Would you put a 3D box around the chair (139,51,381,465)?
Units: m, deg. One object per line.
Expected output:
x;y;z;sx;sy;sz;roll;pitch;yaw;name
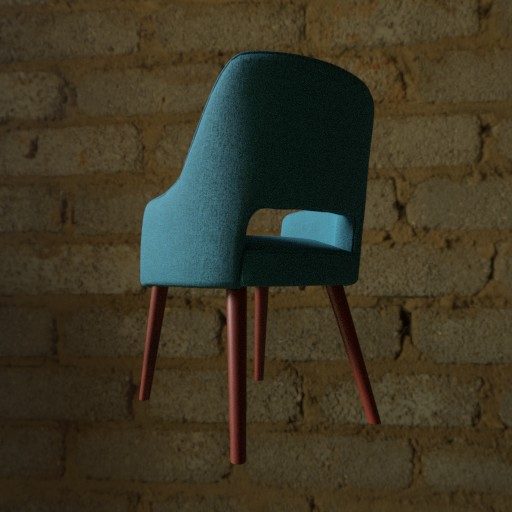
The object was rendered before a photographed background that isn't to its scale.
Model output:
0.000;0.000;1.216;0.548;0.849;0.605;1;-2;-34;chair
